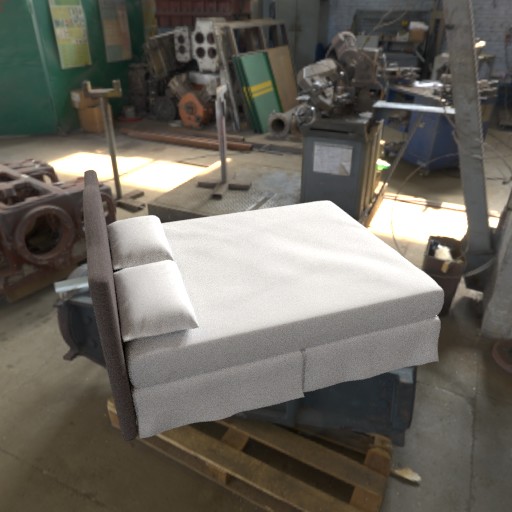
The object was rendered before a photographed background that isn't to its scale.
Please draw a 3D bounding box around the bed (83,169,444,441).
[{"bbox_3d":[0.000,0.000,3.983,2.689,1.457,2.161,-10,31,-17],"label":"bed"}]
